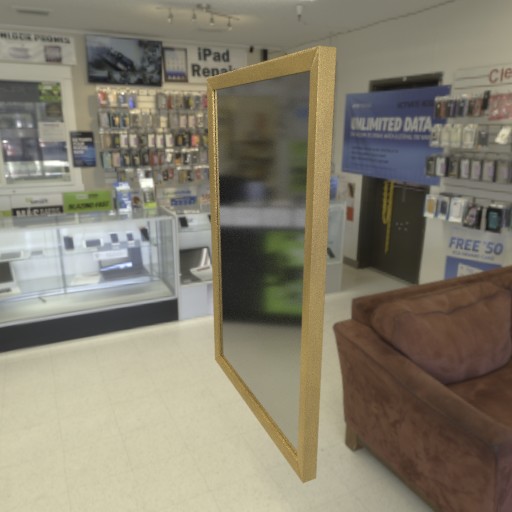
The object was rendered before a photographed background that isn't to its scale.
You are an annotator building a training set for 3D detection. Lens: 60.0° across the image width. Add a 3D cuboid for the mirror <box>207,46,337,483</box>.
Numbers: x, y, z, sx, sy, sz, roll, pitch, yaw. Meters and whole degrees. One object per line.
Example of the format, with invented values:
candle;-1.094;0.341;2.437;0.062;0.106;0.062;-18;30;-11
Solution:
mirror;0.000;0.000;1.157;0.040;0.915;0.609;-7;18;-23
